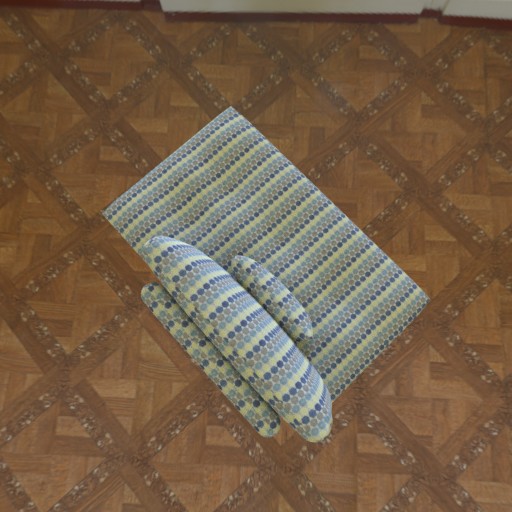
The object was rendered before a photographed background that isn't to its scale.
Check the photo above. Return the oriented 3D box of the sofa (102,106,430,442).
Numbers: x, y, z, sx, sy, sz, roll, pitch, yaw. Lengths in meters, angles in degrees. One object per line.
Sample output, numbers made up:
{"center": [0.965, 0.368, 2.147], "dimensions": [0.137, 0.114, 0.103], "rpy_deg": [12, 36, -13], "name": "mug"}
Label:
{"center": [0.000, 0.000, 2.059], "dimensions": [1.000, 0.820, 1.450], "rpy_deg": [-42, 80, -9], "name": "sofa"}
